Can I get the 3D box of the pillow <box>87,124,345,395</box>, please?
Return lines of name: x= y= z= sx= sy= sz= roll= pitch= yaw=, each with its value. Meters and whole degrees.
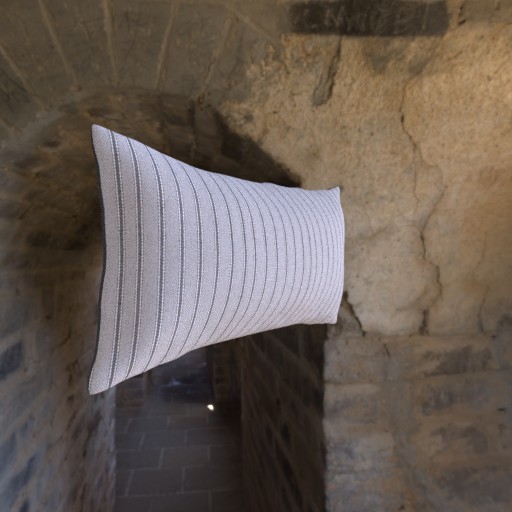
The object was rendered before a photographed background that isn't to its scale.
pillow: x=0.000 y=0.000 z=0.724 sx=0.151 sy=0.305 sz=0.609 roll=0 pitch=0 yaw=36
